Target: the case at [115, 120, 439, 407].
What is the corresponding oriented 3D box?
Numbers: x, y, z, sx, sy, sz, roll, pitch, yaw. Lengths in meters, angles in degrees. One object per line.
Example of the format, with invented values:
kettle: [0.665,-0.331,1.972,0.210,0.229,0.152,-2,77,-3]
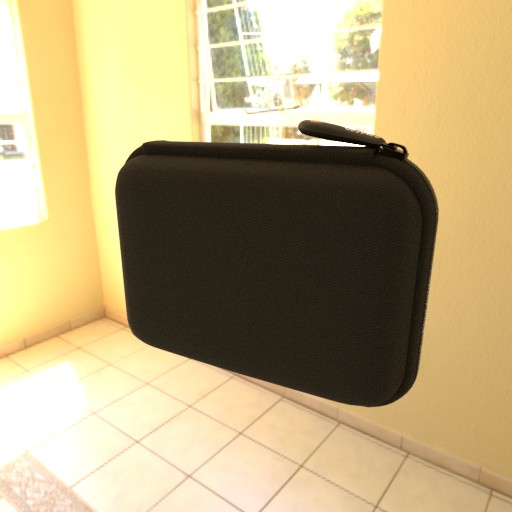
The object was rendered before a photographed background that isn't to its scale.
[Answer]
case: [0.000,0.000,0.178,0.132,0.105,0.038,9,20,26]
